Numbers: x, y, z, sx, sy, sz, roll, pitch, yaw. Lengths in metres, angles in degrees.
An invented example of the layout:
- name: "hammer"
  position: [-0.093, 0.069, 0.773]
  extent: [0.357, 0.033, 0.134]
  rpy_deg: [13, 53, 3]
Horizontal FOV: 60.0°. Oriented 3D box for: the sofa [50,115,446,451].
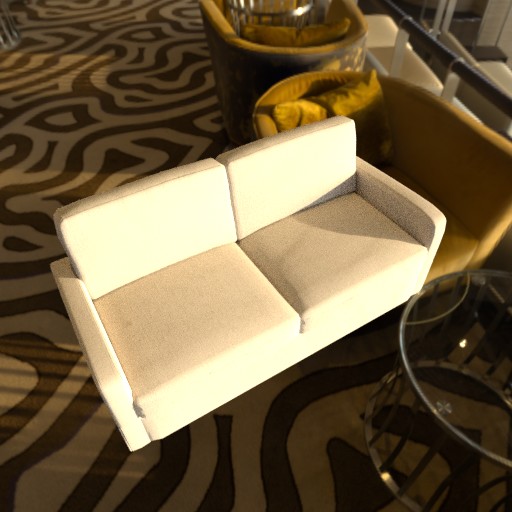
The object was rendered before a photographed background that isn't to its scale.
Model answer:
- name: "sofa"
  position: [0.000, 0.000, 2.244]
  extent: [1.808, 0.831, 0.894]
  rpy_deg: [-24, 51, -21]
